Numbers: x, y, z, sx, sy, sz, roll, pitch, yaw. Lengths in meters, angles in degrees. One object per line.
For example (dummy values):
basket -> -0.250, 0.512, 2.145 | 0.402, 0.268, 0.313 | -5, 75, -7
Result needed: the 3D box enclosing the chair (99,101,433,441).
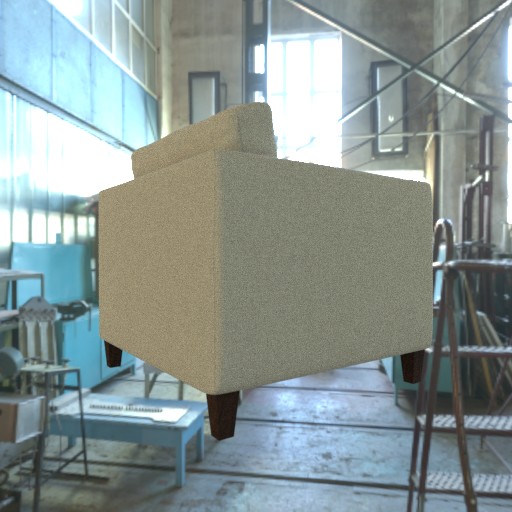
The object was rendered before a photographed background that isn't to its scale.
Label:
chair -> 0.000, 0.000, 1.729 | 0.959, 0.919, 0.996 | 0, 1, -36
